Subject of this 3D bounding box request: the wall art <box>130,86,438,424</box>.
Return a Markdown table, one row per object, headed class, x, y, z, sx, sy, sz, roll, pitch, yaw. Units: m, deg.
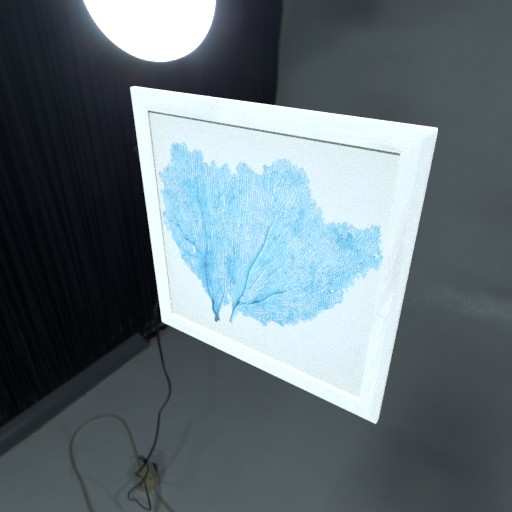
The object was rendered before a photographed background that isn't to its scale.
| class | x | y | z | sx | sy | sz | roll | pitch | yaw |
| --- | --- | --- | --- | --- | --- | --- | --- | --- | --- |
| wall art | 0.000 | 0.000 | 0.881 | 0.584 | 0.584 | 0.013 | 19 | 35 | 28 |
